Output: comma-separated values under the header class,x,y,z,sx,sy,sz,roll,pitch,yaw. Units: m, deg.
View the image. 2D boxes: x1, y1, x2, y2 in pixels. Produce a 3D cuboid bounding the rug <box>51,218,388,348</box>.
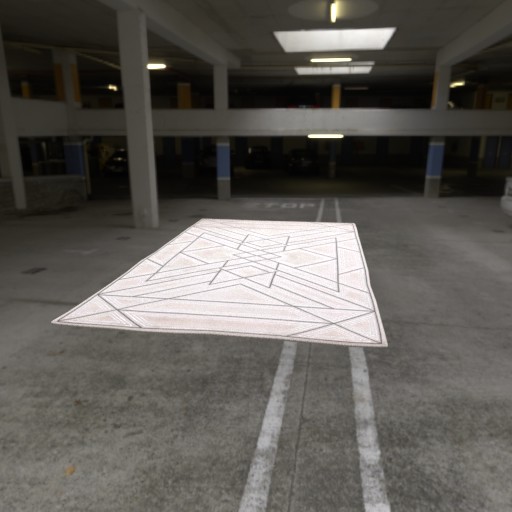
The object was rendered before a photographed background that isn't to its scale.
class,x,y,z,sx,sy,sz,roll,pitch,yaw
rug,0.000,0.000,1.062,0.511,0.008,0.869,3,16,9
